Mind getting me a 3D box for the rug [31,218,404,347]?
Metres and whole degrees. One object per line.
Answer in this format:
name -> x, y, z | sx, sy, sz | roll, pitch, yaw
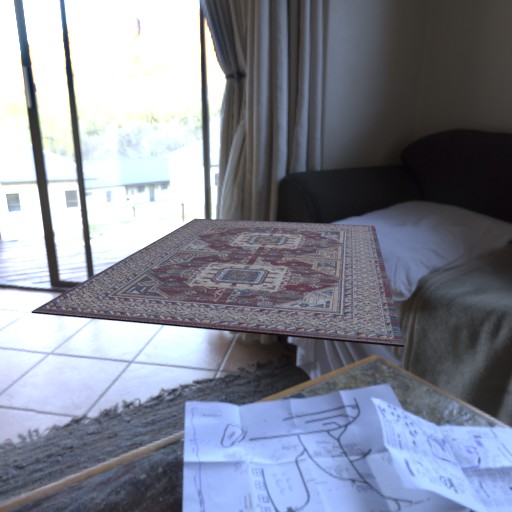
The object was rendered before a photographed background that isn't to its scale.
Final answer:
rug -> 0.000, 0.000, 2.871 | 1.599, 0.011, 2.210 | 3, 16, 11
